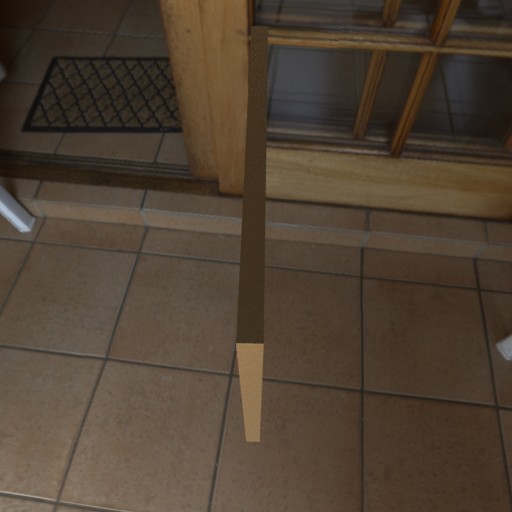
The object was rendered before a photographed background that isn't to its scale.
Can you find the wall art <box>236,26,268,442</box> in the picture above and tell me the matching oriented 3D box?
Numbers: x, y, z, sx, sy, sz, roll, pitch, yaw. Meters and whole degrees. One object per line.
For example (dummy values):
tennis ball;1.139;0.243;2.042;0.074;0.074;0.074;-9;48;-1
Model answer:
wall art;0.000;0.000;1.133;0.038;0.762;0.762;1;58;1
